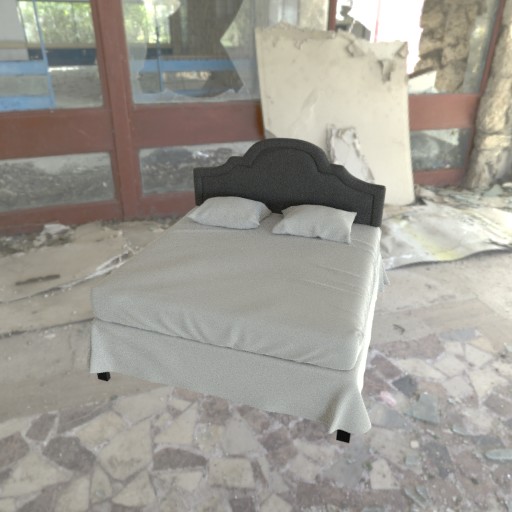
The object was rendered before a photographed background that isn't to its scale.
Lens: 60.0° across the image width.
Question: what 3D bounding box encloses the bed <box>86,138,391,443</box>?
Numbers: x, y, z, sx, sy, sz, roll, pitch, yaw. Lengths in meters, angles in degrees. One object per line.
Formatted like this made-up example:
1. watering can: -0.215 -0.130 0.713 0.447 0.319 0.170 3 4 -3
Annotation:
1. bed: 0.000 0.000 3.815 2.303 1.631 2.222 8 28 16
